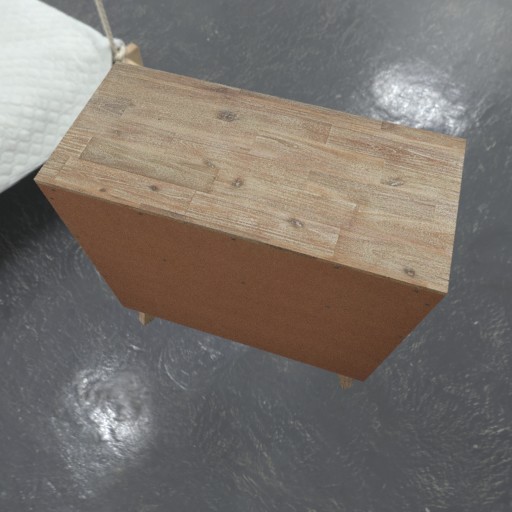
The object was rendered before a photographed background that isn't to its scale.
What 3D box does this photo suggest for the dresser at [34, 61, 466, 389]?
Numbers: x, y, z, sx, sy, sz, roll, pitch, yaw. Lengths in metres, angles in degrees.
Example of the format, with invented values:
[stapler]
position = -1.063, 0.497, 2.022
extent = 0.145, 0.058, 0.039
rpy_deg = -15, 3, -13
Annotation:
[dresser]
position = 0.000, 0.000, 1.567
extent = 0.998, 1.029, 0.455
rpy_deg = 16, 63, 8
